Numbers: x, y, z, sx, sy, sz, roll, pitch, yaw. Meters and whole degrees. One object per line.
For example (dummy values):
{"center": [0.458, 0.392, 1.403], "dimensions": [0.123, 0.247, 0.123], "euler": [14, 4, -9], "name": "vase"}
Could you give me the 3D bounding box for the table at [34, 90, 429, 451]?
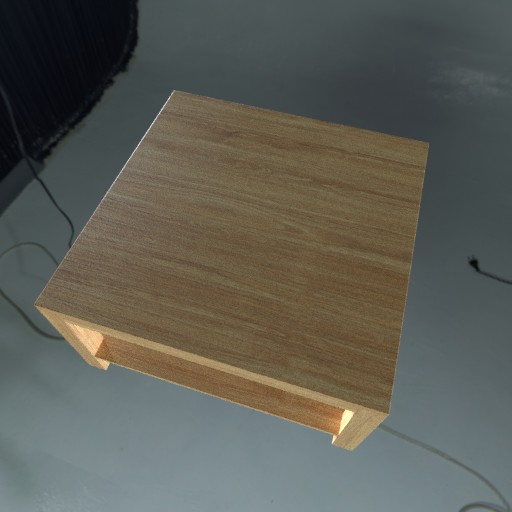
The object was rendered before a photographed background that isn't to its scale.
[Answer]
{"center": [0.000, 0.000, 1.474], "dimensions": [0.900, 0.450, 0.900], "euler": [15, 58, 9], "name": "table"}
